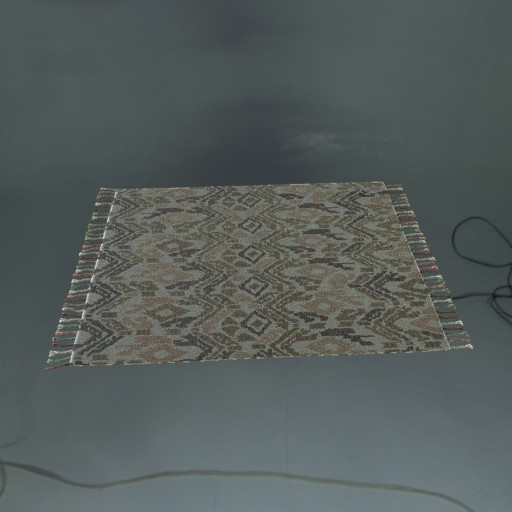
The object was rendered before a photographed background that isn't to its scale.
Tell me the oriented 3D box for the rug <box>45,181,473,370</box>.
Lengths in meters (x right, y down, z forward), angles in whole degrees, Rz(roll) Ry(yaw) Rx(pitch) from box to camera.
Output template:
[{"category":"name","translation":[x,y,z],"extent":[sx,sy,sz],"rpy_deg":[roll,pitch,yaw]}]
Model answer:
[{"category":"rug","translation":[0.000,0.000,2.284],"extent":[1.829,0.008,1.219],"rpy_deg":[-2,47,-2]}]
